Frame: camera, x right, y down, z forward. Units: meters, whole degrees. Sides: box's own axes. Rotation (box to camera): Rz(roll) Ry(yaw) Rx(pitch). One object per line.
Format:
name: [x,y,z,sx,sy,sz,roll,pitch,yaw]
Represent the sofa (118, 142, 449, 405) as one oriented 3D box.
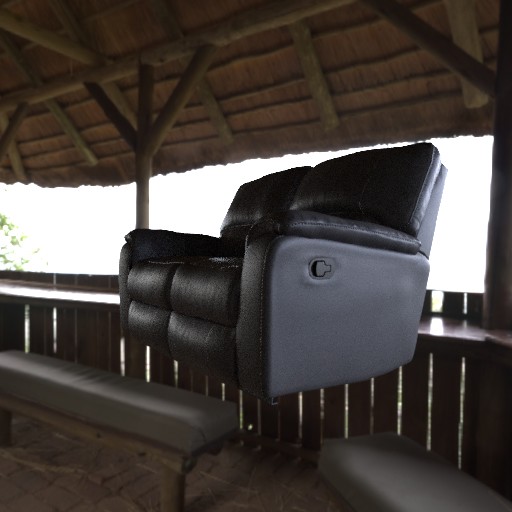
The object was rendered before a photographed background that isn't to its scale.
sofa: [0.000,0.000,2.439,1.104,1.111,1.765,0,1,-34]
